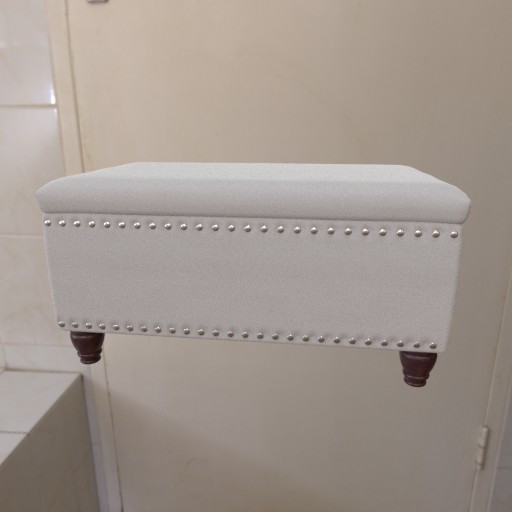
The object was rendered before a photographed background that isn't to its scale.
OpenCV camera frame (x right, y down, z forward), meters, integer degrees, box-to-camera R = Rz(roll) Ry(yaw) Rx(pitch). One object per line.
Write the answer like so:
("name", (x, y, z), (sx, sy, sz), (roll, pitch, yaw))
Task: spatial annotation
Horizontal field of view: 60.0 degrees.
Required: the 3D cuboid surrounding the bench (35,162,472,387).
("bench", (0.000, 0.000, 1.172), (0.887, 0.449, 0.500), (2, 17, 7))
